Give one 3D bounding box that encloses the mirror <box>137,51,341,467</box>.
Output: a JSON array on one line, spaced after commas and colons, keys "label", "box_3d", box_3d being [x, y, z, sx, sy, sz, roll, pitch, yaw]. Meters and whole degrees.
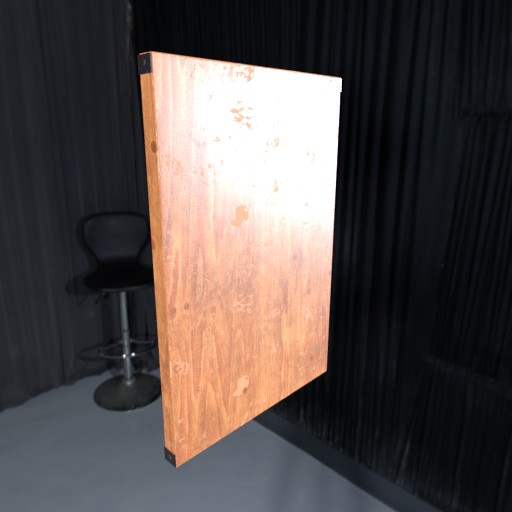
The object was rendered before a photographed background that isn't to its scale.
[{"label": "mirror", "box_3d": [0.000, 0.000, 0.969, 0.053, 0.761, 0.517, 15, 22, 42]}]
